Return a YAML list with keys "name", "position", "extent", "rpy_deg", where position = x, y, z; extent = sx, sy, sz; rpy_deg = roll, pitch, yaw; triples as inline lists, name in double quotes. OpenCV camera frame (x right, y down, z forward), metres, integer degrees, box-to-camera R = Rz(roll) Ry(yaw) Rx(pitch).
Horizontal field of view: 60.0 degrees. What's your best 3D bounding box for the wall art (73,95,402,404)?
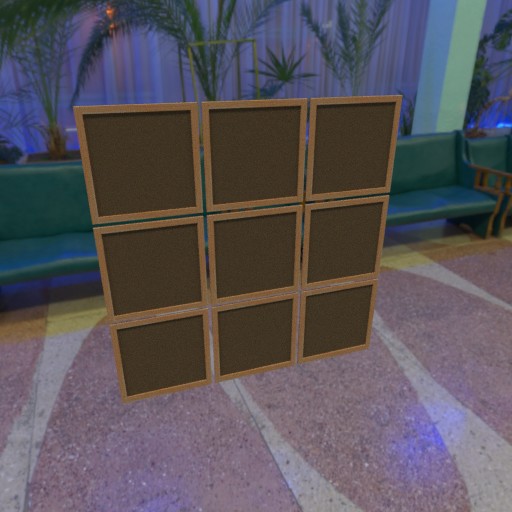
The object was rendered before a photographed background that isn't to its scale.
- name: "wall art"
  position: [0.000, 0.000, 2.287]
  extent: [1.520, 1.525, 0.013]
  rpy_deg: [-8, 26, -17]
